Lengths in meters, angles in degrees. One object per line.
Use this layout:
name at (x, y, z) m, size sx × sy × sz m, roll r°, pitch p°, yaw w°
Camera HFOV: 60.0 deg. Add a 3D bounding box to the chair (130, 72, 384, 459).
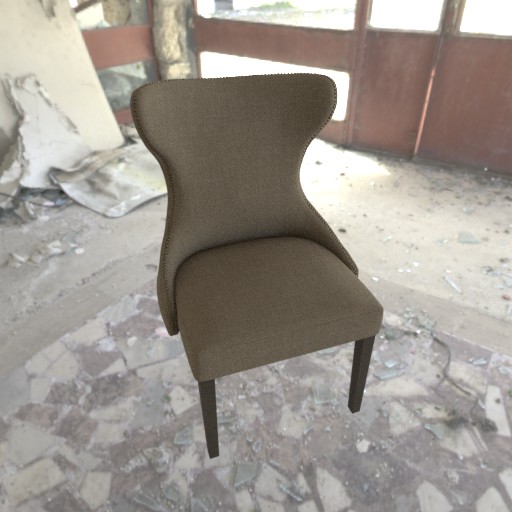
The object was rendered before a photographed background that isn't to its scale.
chair at (0.000, 0.000, 1.371) m, size 0.628 × 0.967 × 0.635 m, roll -11°, pitch 35°, yaw -16°
